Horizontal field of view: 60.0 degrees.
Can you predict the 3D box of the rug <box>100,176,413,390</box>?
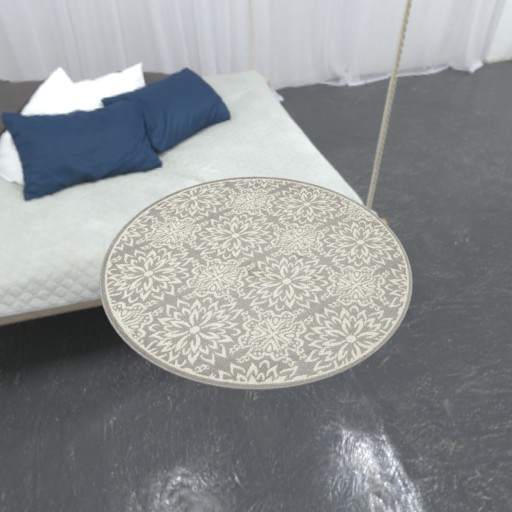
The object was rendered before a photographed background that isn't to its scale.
[{"bbox_3d":[0.000,0.000,2.333,1.593,0.012,1.593,0,41,0],"label":"rug"}]
